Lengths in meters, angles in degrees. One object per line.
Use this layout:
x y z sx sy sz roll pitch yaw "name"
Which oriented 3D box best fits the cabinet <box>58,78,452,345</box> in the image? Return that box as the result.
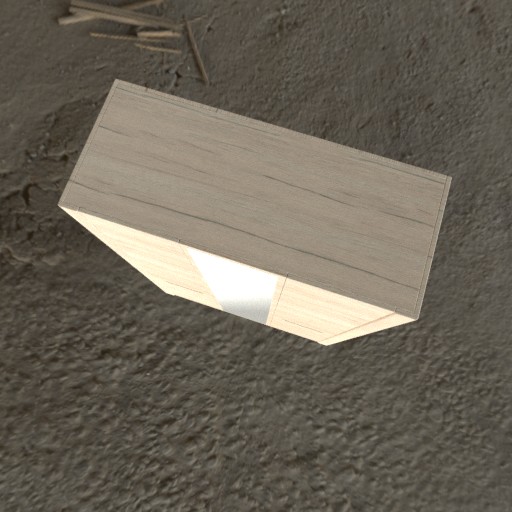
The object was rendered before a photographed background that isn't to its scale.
0.000 0.000 2.699 1.400 2.070 0.580 18 77 4 "cabinet"
